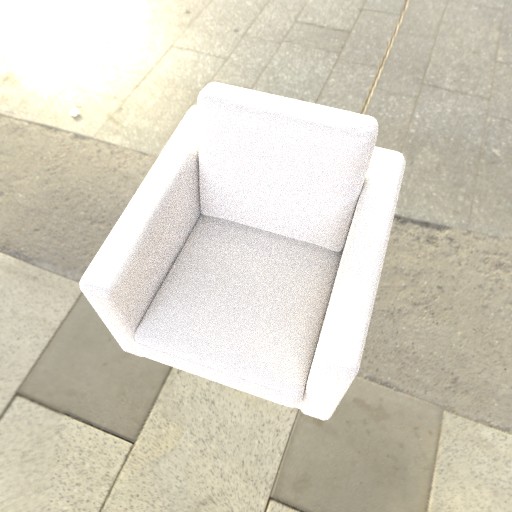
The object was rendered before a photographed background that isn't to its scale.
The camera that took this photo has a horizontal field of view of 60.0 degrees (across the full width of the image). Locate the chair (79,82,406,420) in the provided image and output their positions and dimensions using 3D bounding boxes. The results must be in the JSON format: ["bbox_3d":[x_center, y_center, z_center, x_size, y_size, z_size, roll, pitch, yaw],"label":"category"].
[{"bbox_3d":[0.000,0.000,1.595,0.831,0.899,0.879,16,59,10],"label":"chair"}]
